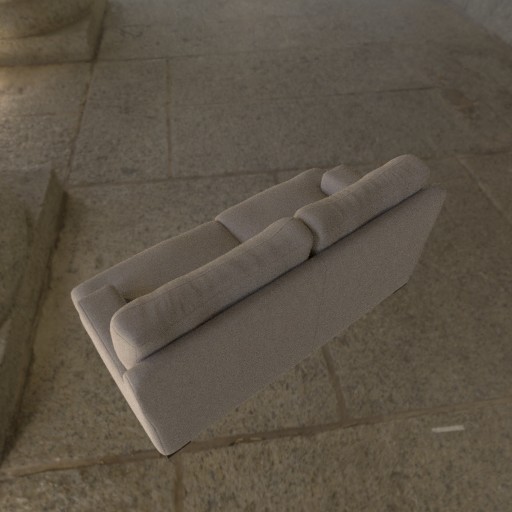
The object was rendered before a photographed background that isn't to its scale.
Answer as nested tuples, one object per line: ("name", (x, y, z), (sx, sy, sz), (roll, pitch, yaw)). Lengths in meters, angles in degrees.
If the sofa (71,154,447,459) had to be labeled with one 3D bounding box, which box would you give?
("sofa", (0.000, 0.000, 2.424), (1.855, 0.980, 0.962), (-30, 54, -24))
